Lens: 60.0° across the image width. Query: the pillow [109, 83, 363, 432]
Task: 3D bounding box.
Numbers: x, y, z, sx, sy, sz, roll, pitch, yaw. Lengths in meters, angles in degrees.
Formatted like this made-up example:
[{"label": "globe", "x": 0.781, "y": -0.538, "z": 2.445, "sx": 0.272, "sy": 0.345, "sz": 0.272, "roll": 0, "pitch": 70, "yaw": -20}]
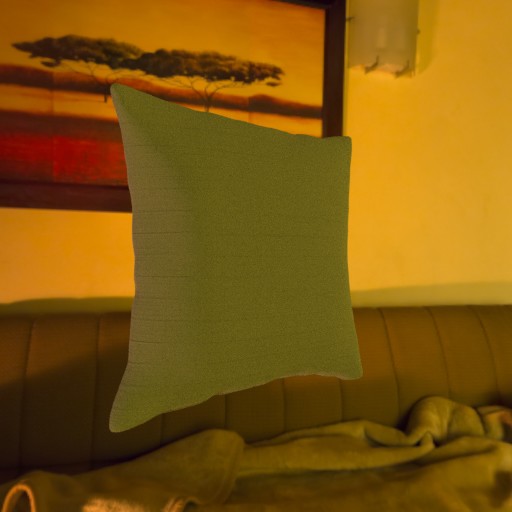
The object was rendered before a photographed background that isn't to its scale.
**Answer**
[{"label": "pillow", "x": 0.000, "y": 0.000, "z": 0.717, "sx": 0.470, "sy": 0.464, "sz": 0.175, "roll": 0, "pitch": 0, "yaw": -36}]
